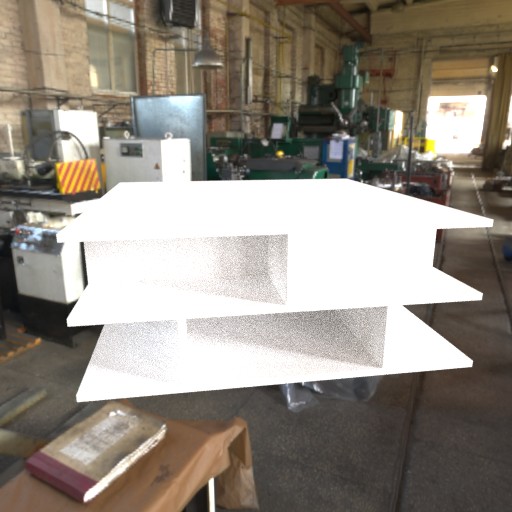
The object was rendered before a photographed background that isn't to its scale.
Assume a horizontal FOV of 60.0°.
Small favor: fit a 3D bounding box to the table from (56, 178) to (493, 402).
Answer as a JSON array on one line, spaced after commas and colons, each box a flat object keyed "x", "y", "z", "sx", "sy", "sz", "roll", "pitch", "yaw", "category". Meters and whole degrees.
[{"x": 0.000, "y": 0.000, "z": 1.067, "sx": 0.700, "sy": 0.289, "sz": 0.700, "roll": -3, "pitch": 16, "yaw": -9, "category": "table"}]
